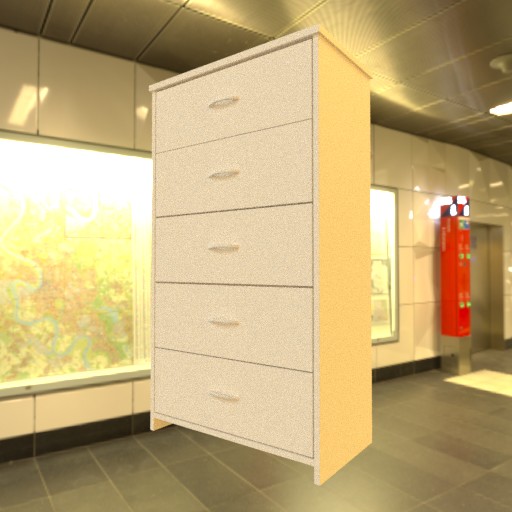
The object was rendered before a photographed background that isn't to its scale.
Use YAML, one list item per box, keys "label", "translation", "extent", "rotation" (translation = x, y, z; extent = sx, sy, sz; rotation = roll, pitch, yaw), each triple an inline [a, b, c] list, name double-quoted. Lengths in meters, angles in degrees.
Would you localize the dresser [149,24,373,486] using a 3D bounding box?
- label: "dresser"
  translation: [0.000, 0.000, 1.555]
  extent: [0.704, 1.255, 0.399]
  rotation: [-1, -2, 36]
